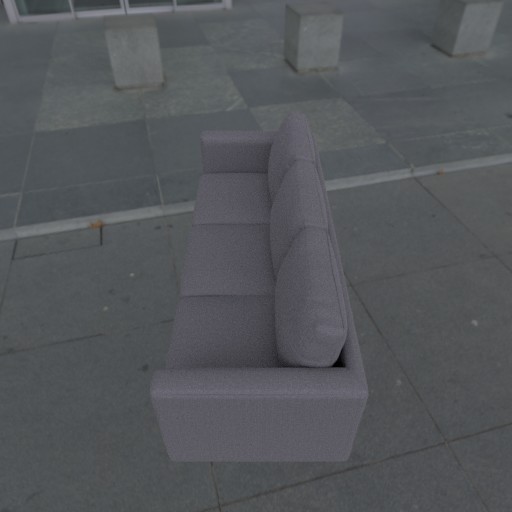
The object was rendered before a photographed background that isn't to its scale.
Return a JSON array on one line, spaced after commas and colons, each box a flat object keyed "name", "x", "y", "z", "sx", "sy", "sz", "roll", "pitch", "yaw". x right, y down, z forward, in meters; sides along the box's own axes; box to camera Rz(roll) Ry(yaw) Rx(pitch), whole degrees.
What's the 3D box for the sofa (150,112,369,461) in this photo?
[{"name": "sofa", "x": 0.000, "y": 0.000, "z": 2.459, "sx": 0.802, "sy": 0.912, "sz": 2.029, "roll": 0, "pitch": 42, "yaw": 0}]
